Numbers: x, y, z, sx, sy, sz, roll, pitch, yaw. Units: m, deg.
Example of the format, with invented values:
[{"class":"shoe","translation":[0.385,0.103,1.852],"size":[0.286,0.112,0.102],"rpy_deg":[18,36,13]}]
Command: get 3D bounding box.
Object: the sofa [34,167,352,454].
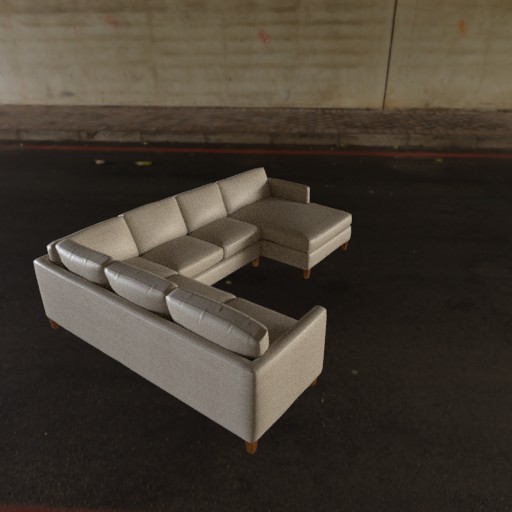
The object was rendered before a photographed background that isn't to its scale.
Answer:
[{"class":"sofa","translation":[0.000,0.000,4.703],"size":[2.594,0.961,3.460],"rpy_deg":[18,32,32]}]
